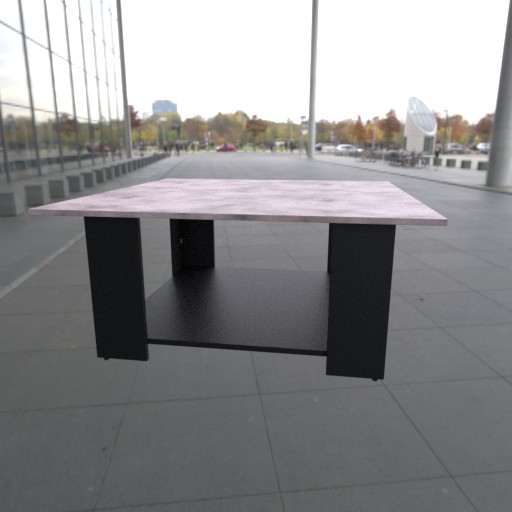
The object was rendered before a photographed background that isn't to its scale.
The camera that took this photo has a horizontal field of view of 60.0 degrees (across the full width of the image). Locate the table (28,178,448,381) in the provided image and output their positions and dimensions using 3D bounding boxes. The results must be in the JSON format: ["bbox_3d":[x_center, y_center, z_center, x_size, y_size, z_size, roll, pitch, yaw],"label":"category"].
[{"bbox_3d":[0.000,0.000,1.052,0.670,0.305,0.670,2,14,9],"label":"table"}]
